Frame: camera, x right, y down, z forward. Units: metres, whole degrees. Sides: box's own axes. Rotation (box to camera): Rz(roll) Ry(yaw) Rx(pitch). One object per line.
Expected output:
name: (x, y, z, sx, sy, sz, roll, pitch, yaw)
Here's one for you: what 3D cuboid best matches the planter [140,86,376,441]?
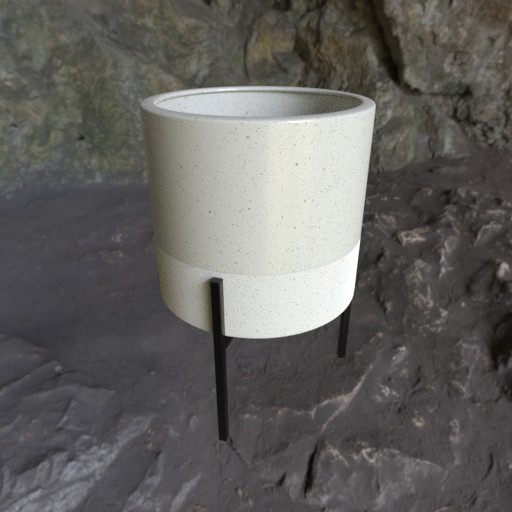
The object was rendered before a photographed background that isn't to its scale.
planter: (0.000, 0.000, 0.342, 0.152, 0.230, 0.159, 9, 28, 16)
